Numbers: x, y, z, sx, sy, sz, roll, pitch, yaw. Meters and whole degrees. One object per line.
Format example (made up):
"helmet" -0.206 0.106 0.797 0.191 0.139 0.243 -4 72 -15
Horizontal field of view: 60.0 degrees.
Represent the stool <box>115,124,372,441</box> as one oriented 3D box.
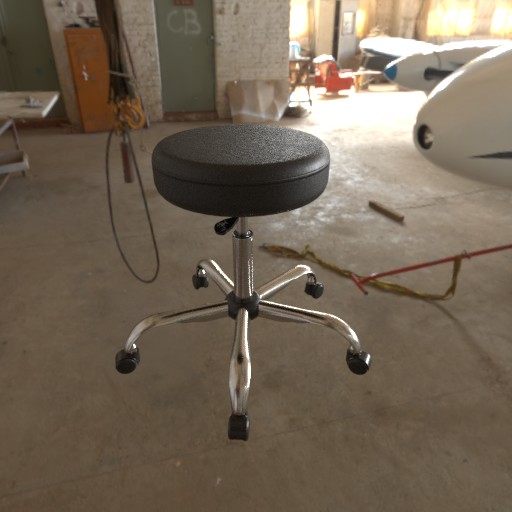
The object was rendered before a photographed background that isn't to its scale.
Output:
"stool" 0.000 0.000 1.128 0.638 0.576 0.673 10 30 18
